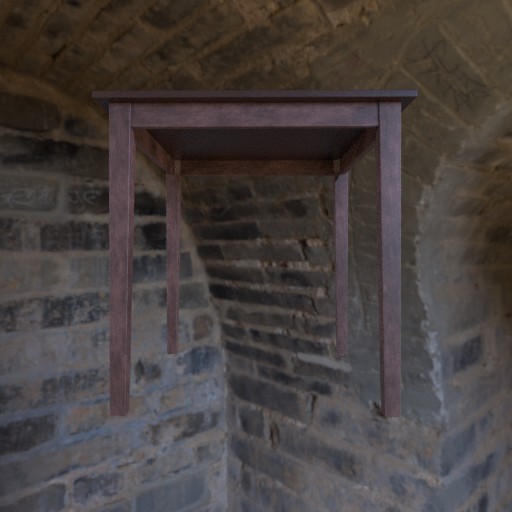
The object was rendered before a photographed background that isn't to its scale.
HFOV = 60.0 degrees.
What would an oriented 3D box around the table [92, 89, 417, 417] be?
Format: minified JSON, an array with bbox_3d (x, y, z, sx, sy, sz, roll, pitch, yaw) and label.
[{"bbox_3d":[0.000,0.000,1.398,0.749,0.770,0.749,0,0,1],"label":"table"}]
